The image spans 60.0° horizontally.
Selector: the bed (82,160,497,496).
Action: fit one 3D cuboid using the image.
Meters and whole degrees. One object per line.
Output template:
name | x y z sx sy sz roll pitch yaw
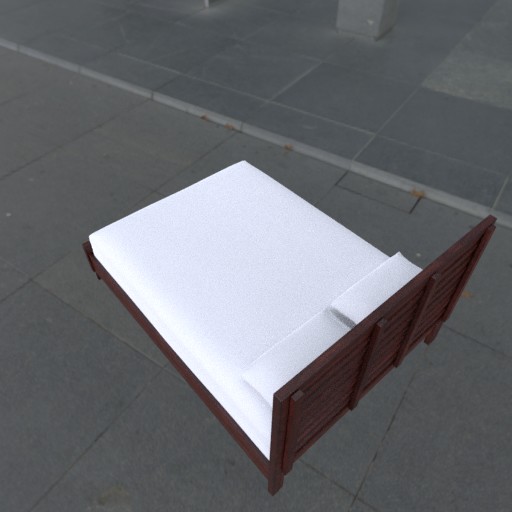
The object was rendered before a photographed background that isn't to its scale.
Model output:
bed | 0.000 0.000 3.838 2.040 1.492 2.803 -32 54 -27
